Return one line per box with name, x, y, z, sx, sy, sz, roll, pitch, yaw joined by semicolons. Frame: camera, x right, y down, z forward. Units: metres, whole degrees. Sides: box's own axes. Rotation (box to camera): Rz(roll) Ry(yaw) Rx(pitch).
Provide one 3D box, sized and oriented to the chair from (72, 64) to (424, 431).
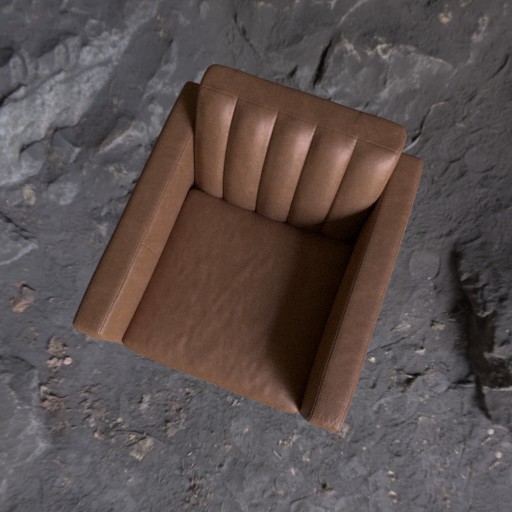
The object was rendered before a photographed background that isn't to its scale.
chair;0.000;0.000;1.707;0.953;0.819;0.998;20;77;5
